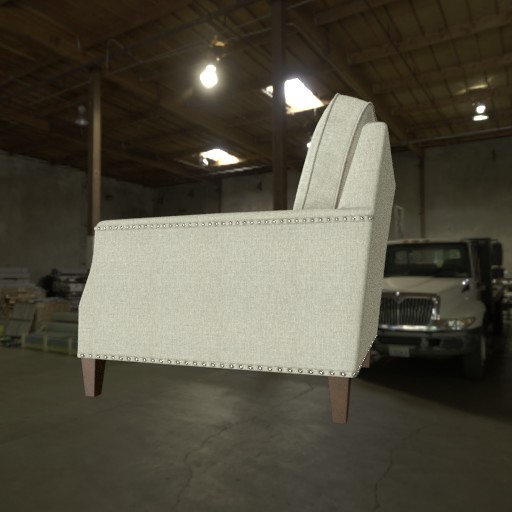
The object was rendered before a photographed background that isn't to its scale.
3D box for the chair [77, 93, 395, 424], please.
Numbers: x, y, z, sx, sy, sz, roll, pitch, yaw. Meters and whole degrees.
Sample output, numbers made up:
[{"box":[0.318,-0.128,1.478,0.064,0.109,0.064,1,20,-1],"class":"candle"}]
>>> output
[{"box":[0.000,0.000,1.709,1.014,0.943,0.853,-1,-3,19],"class":"chair"}]
